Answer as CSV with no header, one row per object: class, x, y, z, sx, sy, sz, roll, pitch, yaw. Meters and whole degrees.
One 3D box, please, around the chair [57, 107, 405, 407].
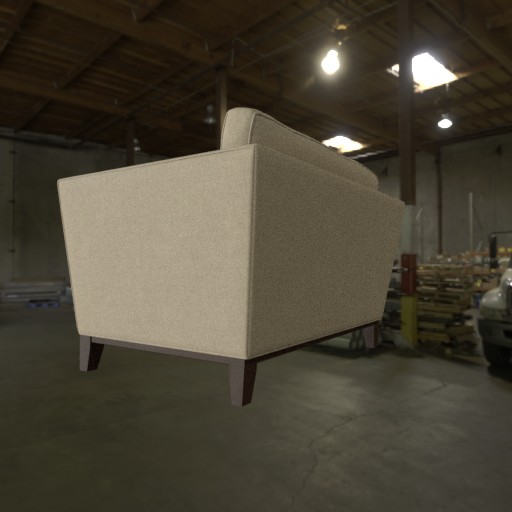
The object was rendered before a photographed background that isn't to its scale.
chair,0.000,0.000,2.045,0.965,0.940,1.397,-1,-1,35
